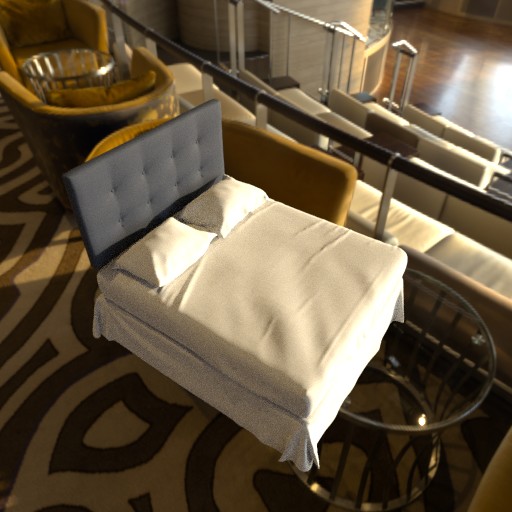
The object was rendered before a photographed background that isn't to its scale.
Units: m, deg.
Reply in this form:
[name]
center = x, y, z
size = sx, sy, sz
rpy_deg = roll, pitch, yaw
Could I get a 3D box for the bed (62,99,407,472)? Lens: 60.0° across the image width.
[bed]
center = 0.000, 0.000, 3.520
size = 2.222, 1.577, 1.936
rpy_deg = 25, 47, 26
